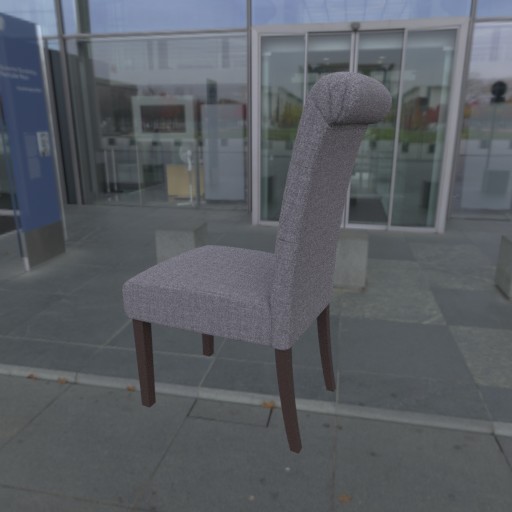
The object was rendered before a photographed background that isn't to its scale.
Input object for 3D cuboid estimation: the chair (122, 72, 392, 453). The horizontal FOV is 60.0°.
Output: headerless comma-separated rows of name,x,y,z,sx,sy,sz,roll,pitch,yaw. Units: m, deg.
chair,0.000,0.000,1.354,0.671,1.006,0.456,8,19,25
